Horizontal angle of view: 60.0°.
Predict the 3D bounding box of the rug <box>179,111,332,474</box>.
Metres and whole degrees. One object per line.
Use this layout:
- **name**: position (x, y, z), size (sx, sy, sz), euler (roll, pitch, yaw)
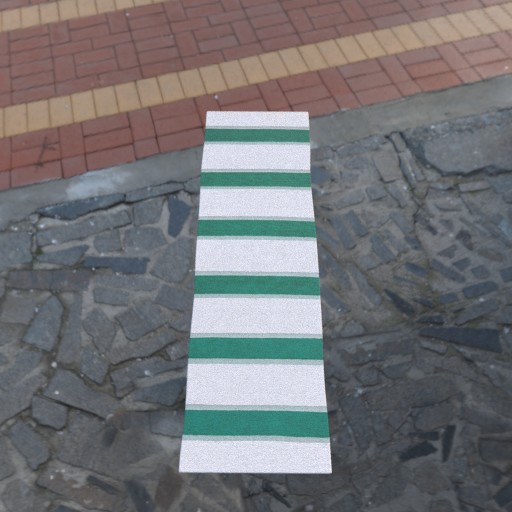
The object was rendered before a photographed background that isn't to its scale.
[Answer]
- **rug**: position (0.000, 0.000, 2.770), size (0.768, 0.012, 2.438), euler (0, 63, 0)
